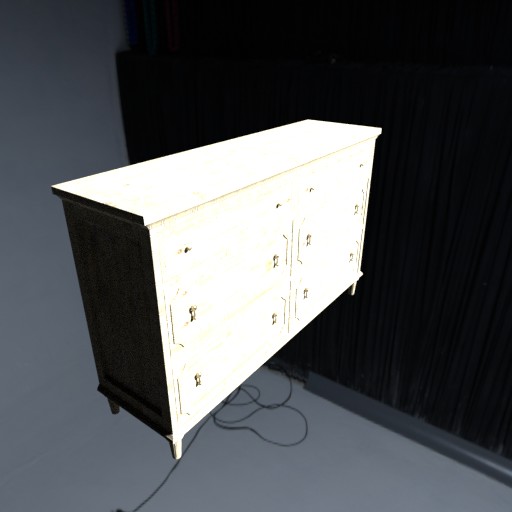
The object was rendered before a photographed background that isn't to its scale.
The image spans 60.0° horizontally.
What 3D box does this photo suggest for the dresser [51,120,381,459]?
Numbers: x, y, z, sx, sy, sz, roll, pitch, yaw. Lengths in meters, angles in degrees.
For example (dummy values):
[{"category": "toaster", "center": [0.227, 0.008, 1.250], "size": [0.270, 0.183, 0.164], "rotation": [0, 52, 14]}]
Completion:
[{"category": "dresser", "center": [0.000, 0.000, 2.134], "size": [0.457, 1.016, 1.626], "rotation": [18, 32, 33]}]
